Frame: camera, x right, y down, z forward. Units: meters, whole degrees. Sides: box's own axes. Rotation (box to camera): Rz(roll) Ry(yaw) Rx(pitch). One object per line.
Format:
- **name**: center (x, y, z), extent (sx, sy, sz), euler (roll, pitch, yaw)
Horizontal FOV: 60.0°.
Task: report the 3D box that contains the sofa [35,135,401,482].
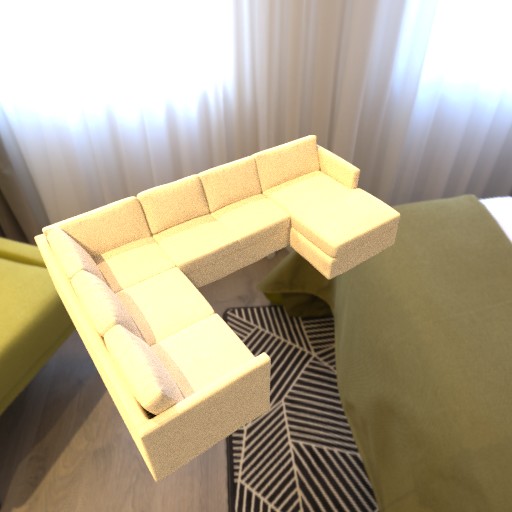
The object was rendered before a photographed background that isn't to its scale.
- **sofa**: center (0.000, 0.000, 4.370), extent (3.460, 0.882, 2.427), euler (-25, 47, -26)
